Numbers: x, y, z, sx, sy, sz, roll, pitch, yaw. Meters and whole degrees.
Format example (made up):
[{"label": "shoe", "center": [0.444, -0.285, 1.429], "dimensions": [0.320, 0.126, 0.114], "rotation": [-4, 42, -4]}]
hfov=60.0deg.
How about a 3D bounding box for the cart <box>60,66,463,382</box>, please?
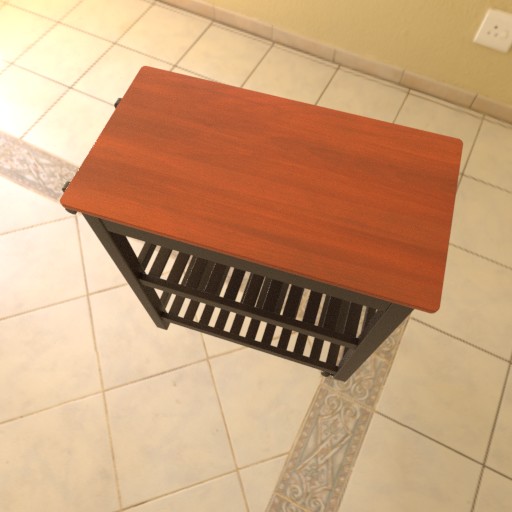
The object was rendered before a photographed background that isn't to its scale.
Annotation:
[{"label": "cart", "center": [0.000, 0.000, 1.439], "dimensions": [0.899, 0.927, 0.457], "rotation": [16, 65, 8]}]
